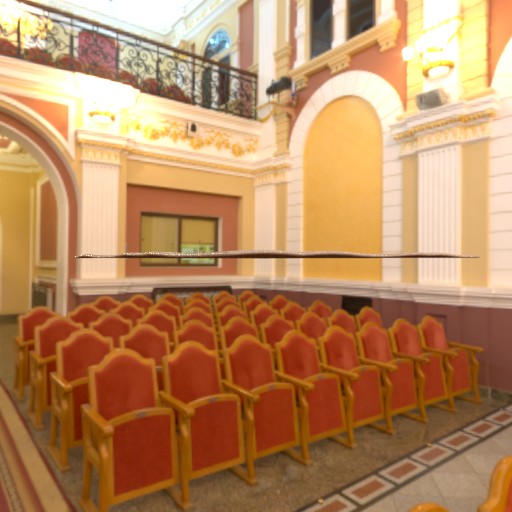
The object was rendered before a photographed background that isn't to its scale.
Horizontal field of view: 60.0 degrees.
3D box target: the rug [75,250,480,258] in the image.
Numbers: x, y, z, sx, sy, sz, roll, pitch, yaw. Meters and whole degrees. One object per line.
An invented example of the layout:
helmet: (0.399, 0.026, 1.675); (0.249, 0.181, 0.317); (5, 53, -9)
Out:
rug: (0.000, 0.000, 0.898); (0.551, 0.008, 0.642); (0, -1, -36)
